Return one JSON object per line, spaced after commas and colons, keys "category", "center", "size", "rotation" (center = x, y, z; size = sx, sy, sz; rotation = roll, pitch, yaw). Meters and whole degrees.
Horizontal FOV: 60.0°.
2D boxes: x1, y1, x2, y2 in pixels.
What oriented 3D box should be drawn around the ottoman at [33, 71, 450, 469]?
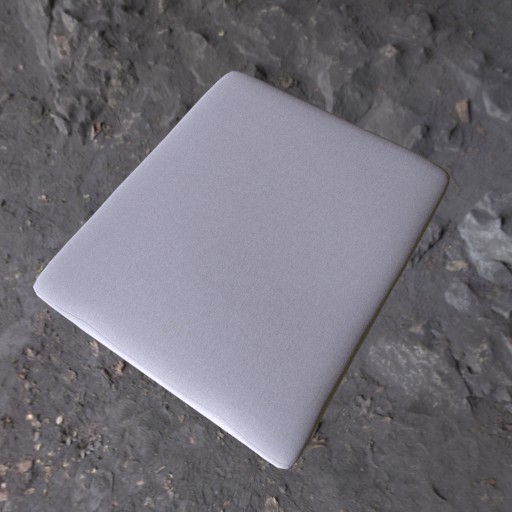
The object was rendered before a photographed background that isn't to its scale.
{"category": "ottoman", "center": [0.000, 0.000, 1.423], "size": [0.836, 0.492, 0.976], "rotation": [30, 68, 13]}
